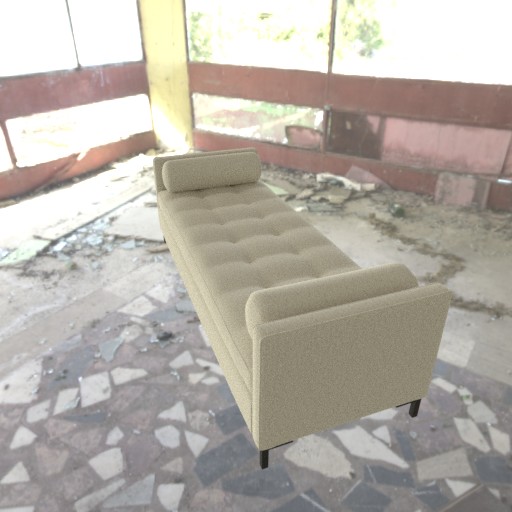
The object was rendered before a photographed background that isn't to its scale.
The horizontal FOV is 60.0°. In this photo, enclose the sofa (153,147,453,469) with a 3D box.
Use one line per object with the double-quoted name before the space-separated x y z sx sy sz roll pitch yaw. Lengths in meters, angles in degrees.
"sofa" 0.000 0.000 2.367 0.746 0.641 1.985 -10 31 -18
